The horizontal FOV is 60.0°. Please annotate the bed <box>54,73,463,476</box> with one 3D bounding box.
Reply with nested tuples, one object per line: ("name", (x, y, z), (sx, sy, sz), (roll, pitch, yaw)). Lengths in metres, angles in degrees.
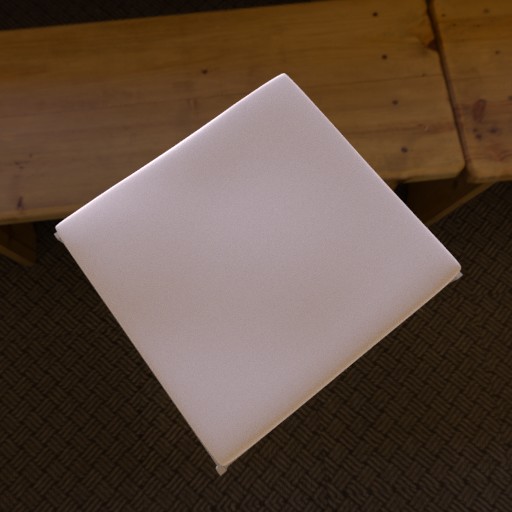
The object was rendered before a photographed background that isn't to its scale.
("bed", (0.000, 0.000, 3.138), (2.108, 0.510, 2.007), (-37, 79, -9))
